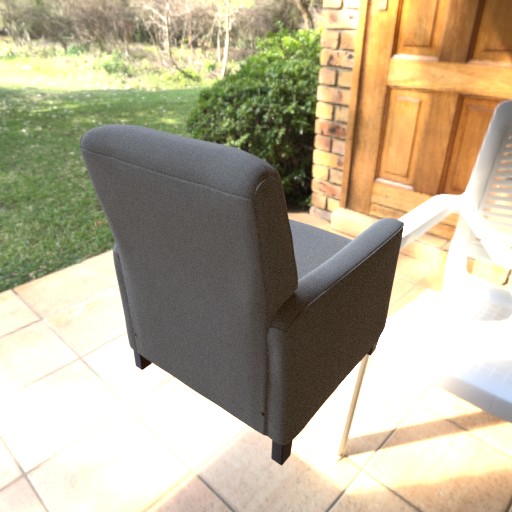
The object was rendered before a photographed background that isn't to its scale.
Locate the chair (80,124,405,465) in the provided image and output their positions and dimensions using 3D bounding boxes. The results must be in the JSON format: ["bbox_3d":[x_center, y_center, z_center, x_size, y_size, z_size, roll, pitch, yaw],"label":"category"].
[{"bbox_3d":[0.000,0.000,1.640,0.845,1.023,0.859,21,36,32],"label":"chair"}]
